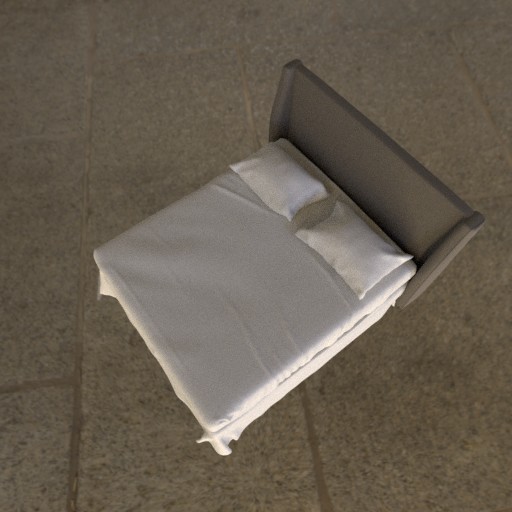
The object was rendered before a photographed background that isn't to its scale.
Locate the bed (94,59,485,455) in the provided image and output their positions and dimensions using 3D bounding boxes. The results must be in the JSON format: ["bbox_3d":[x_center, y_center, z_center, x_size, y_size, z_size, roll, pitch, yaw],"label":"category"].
[{"bbox_3d":[0.000,0.000,3.422,2.276,1.332,1.925,-34,68,-16],"label":"bed"}]
